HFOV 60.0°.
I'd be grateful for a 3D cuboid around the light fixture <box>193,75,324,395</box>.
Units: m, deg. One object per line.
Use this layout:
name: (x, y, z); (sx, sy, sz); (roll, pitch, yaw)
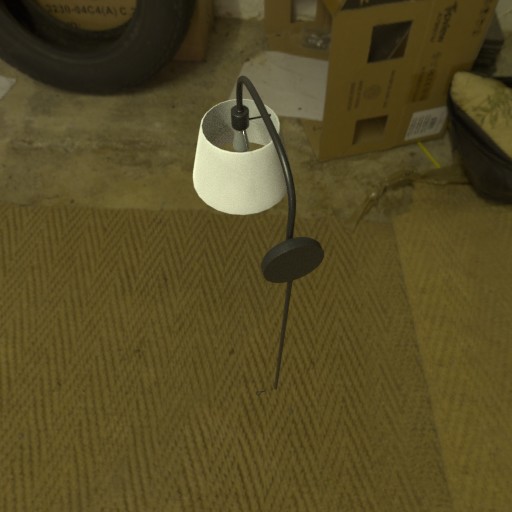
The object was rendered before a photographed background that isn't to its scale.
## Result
light fixture: (0.000, 0.000, 0.459); (0.092, 0.399, 0.176); (-15, 59, -9)
